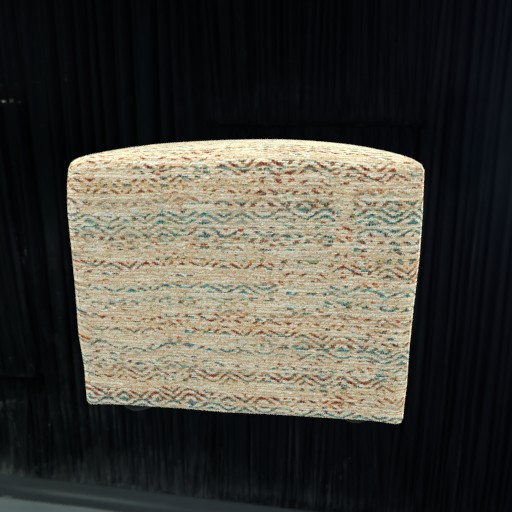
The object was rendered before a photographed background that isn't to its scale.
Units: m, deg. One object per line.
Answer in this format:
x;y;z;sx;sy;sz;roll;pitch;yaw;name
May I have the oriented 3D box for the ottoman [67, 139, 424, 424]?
0.000;0.000;0.890;0.512;0.453;0.521;2;15;6;ottoman
